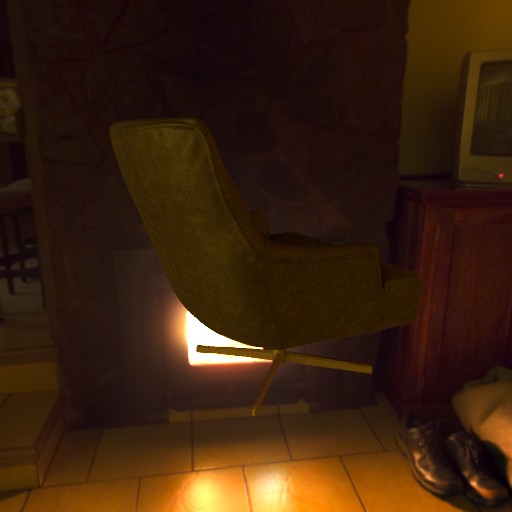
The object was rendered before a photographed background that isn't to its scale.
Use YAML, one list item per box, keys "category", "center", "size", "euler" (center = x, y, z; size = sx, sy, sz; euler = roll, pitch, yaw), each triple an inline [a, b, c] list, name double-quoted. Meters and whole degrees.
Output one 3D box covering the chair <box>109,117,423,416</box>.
- category: "chair"
  center: [0.000, 0.000, 1.506]
  size: [0.874, 0.870, 0.738]
  euler: [-8, 17, -27]
